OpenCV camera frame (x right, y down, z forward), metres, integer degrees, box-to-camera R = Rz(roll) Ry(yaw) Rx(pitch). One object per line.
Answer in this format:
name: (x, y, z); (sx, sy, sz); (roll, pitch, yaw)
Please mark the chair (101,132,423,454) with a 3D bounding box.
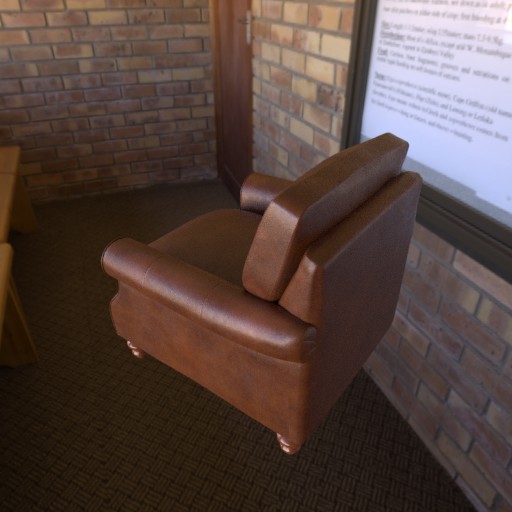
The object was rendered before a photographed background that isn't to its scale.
chair: (0.000, 0.000, 1.794); (0.992, 0.972, 0.989); (21, 38, 30)
